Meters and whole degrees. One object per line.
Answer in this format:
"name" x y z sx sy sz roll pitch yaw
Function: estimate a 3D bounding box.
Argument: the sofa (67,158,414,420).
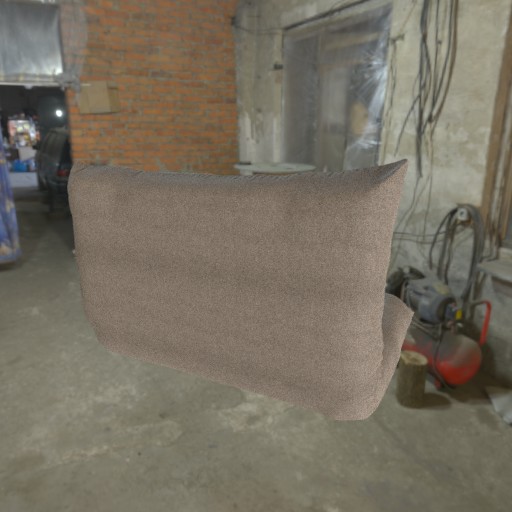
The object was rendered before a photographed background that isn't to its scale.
"sofa" 0.000 0.000 1.690 1.144 0.795 0.847 8 18 26
